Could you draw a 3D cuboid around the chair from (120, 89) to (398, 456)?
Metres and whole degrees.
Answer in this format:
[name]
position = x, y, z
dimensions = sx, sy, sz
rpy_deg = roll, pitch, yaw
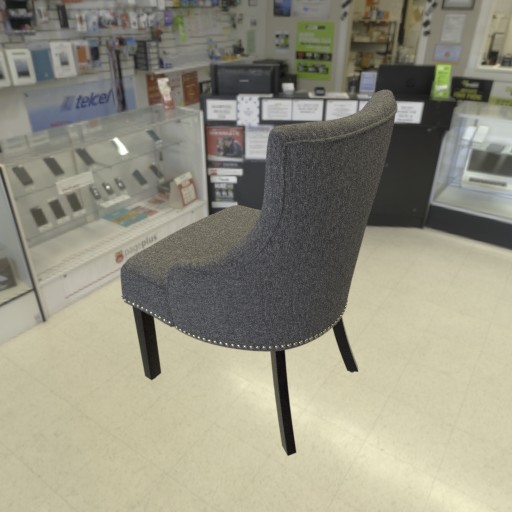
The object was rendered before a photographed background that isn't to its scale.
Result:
[chair]
position = 0.000, 0.000, 1.296
dimensions = 0.629, 0.909, 0.566
rpy_deg = 21, 36, 31
